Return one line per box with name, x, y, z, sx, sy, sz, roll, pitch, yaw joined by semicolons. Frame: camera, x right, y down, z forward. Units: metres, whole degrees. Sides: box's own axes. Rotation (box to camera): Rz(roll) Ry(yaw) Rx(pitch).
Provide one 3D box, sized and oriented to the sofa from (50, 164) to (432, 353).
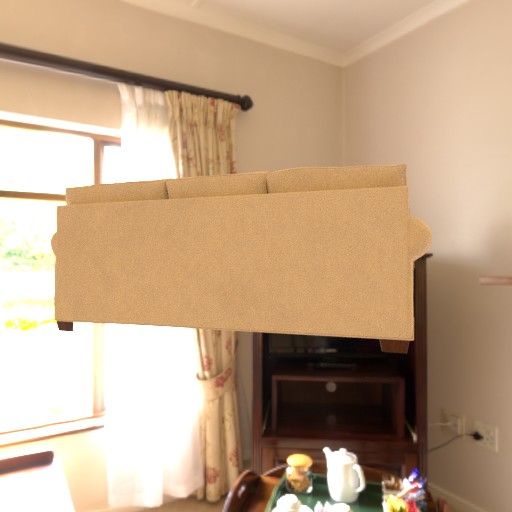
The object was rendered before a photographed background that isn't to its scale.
sofa;0.000;0.000;2.437;1.770;0.734;1.226;0;-1;20
